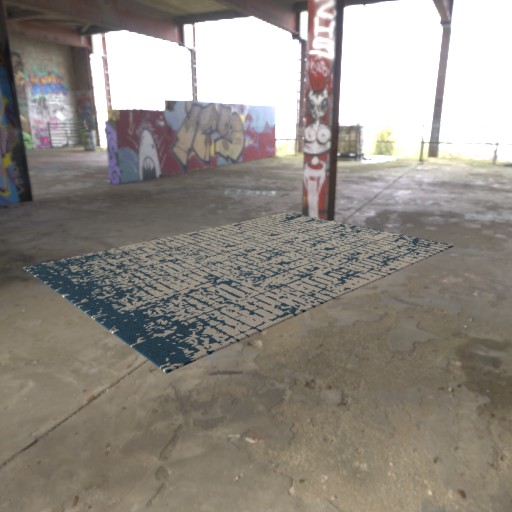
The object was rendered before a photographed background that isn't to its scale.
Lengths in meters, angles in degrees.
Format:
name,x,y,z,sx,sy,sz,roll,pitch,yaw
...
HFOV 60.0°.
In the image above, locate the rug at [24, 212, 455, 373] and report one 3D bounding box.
name,x,y,z,sx,sy,sz,roll,pitch,yaw
rug,0.000,0.000,2.237,1.828,0.007,1.220,-16,23,-41
